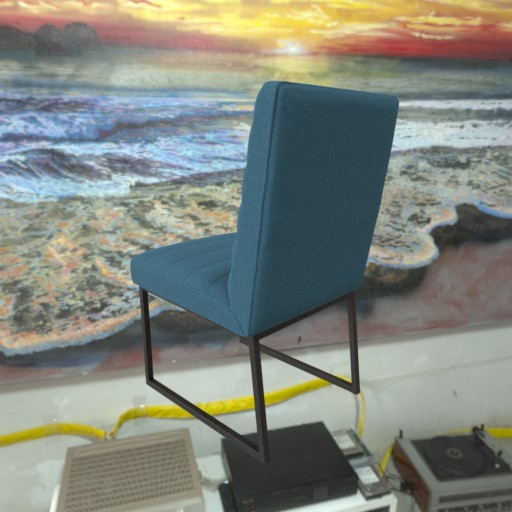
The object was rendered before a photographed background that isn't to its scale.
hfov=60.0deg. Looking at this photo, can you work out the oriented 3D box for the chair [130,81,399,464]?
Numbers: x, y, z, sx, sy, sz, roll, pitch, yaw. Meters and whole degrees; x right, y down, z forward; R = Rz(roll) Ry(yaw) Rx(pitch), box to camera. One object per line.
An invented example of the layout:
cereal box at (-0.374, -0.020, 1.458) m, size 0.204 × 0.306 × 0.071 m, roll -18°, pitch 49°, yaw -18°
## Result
chair at (0.000, 0.000, 1.354) m, size 0.634 × 0.930 × 0.520 m, roll 14°, pitch 21°, yaw 42°
